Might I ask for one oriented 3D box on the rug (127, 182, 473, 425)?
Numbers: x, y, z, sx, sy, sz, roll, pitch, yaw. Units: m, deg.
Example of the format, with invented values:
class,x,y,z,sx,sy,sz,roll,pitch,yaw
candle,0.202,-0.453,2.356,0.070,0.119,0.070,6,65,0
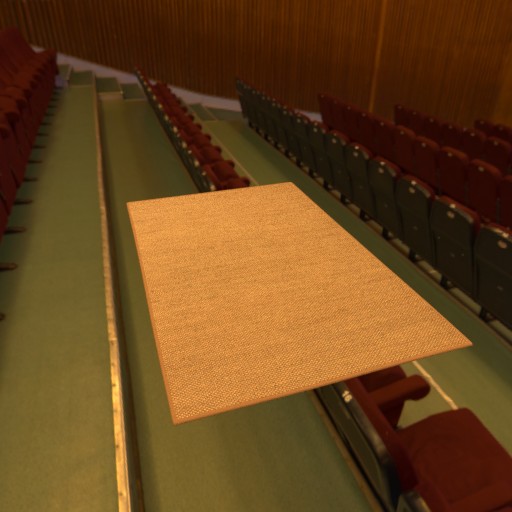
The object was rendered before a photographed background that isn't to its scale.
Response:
class,x,y,z,sx,sy,sz,roll,pitch,yaw
rug,0.000,0.000,2.091,1.061,0.012,1.668,-10,32,-16
